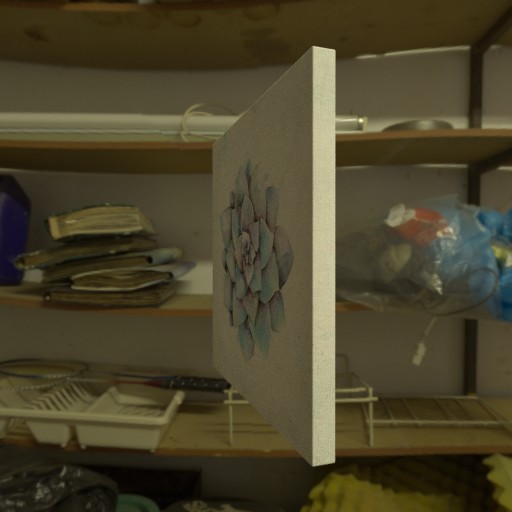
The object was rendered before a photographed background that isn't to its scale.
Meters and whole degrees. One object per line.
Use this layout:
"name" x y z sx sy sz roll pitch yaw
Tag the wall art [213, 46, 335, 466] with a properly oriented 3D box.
"wall art" 0.000 0.000 0.938 0.040 0.612 0.612 0 0 -19
